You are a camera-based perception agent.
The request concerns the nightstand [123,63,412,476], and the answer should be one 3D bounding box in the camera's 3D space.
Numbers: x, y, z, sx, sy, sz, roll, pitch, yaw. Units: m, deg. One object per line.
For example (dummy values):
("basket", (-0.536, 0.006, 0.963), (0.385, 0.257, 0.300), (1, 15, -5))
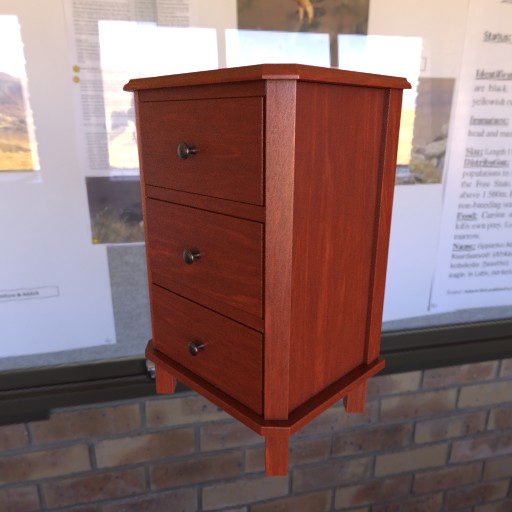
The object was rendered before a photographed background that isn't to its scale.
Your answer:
("nightstand", (0.000, 0.000, 0.914), (0.351, 0.681, 0.435), (-16, 24, -42))
